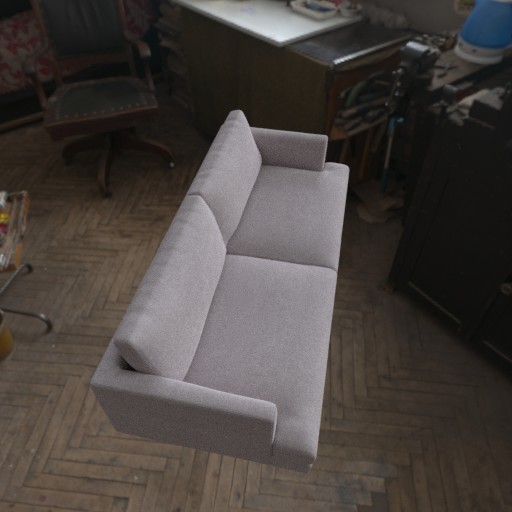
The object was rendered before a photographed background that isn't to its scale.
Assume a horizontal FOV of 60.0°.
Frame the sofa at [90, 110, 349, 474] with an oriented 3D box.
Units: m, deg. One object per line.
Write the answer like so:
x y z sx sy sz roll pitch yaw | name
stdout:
0.000 0.000 2.754 1.020 0.868 2.250 9 47 8 | sofa
